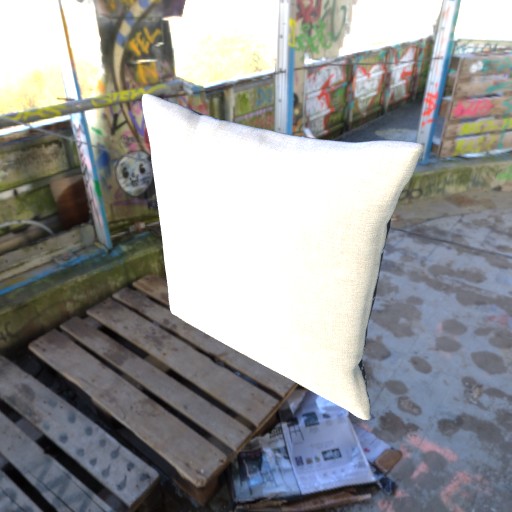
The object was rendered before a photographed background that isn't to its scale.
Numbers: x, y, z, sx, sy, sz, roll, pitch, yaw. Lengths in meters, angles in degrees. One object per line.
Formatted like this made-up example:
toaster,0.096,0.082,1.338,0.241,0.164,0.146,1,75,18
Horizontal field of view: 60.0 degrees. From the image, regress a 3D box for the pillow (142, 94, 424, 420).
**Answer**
pillow,0.000,0.000,0.805,0.517,0.508,0.158,22,37,31
